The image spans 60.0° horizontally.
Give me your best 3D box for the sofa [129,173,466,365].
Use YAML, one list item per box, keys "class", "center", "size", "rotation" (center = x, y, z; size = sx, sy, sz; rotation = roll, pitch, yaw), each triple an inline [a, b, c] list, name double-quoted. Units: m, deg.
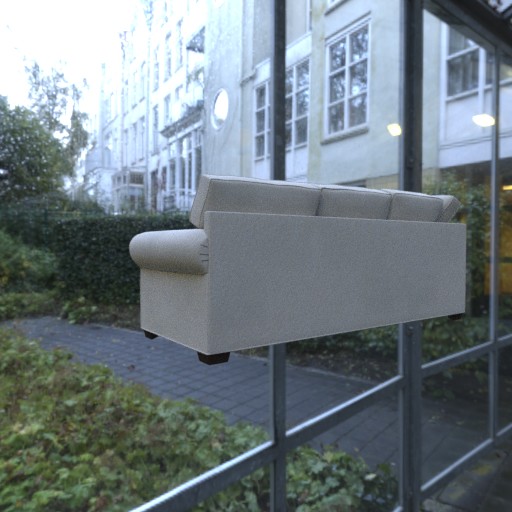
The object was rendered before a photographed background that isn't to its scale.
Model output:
- class: "sofa"
  center: [0.000, 0.000, 3.964]
  size: [2.569, 1.054, 2.487]
  rotation: [-1, 2, -36]
